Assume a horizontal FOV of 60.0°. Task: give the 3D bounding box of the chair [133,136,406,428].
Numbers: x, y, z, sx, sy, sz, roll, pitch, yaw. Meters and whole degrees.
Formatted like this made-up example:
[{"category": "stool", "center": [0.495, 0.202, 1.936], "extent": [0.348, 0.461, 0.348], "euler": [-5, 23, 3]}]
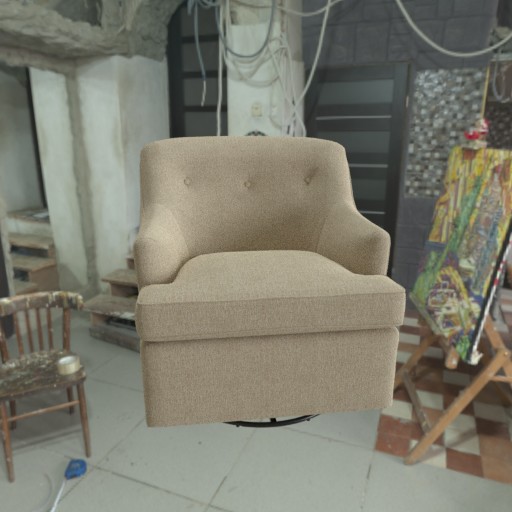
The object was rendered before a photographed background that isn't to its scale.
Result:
[{"category": "chair", "center": [0.000, 0.000, 1.646], "extent": [0.864, 0.856, 0.923], "euler": [-2, 16, -7]}]
